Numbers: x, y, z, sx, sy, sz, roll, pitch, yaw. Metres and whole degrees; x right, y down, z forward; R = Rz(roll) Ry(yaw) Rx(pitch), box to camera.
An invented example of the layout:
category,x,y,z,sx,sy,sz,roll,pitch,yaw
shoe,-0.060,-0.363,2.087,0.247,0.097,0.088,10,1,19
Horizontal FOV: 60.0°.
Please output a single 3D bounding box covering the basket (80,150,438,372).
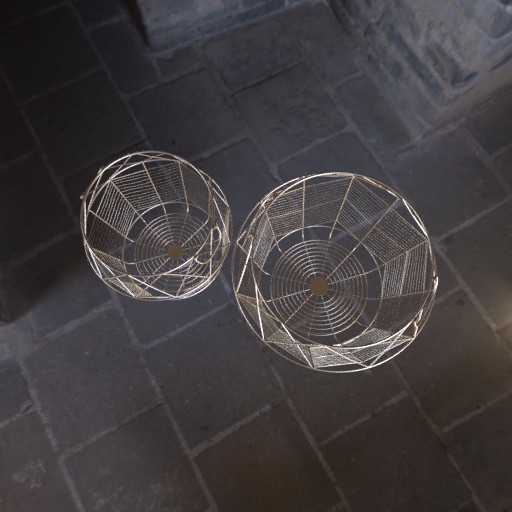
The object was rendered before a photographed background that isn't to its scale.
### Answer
category,x,y,z,sx,sy,sz,roll,pitch,yaw
basket,0.000,0.000,1.057,0.805,0.343,0.451,13,76,3
